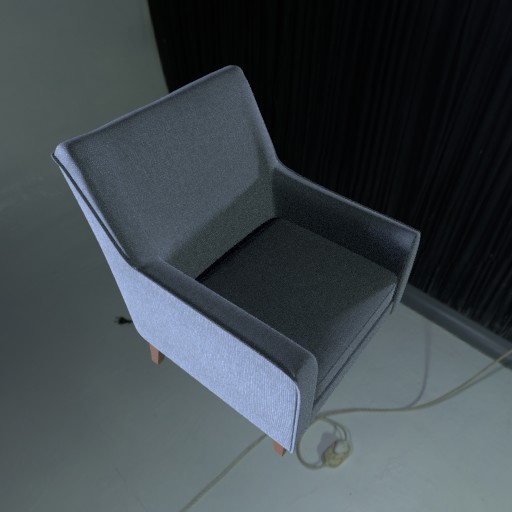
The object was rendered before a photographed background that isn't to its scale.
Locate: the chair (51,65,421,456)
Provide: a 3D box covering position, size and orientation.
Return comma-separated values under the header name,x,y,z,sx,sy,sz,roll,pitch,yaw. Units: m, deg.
name,x,y,z,sx,sy,sz,roll,pitch,yaw
chair,0.000,0.000,1.570,0.899,0.919,0.780,29,51,27
